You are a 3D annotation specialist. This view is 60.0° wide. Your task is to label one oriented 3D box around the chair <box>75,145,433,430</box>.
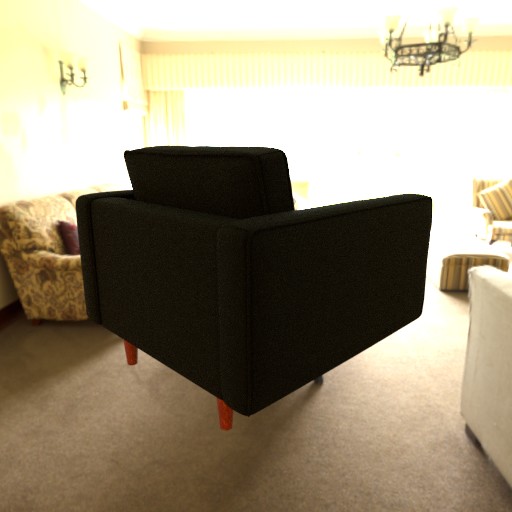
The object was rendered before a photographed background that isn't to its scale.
[{"bbox_3d":[0.000,0.000,1.589,0.920,0.770,0.899,-14,20,-43],"label":"chair"}]
